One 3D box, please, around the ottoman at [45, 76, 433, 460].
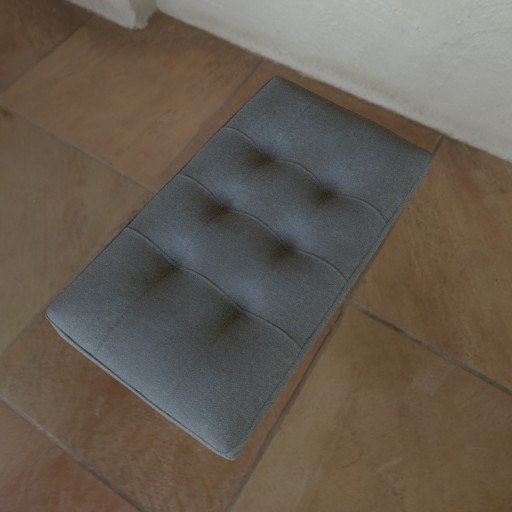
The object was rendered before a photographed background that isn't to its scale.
[{"bbox_3d":[0.000,0.000,1.493,0.648,0.514,1.143,33,68,15],"label":"ottoman"}]
